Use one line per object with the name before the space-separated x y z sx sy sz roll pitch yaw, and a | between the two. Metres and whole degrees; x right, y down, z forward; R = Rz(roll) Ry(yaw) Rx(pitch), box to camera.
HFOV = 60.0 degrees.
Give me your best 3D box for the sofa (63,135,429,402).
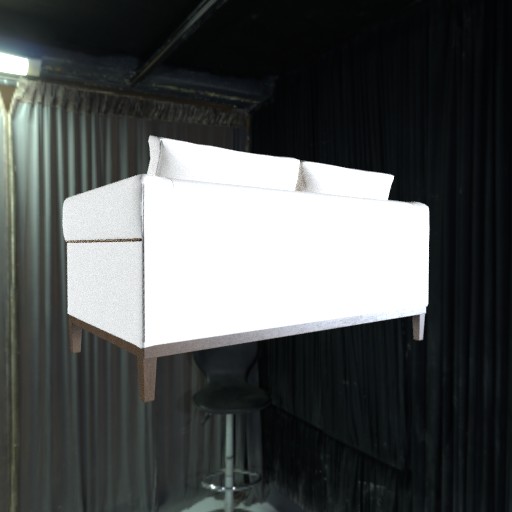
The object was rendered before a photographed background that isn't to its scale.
sofa | 0.000 0.000 2.166 1.598 0.873 0.905 -1 2 -37
